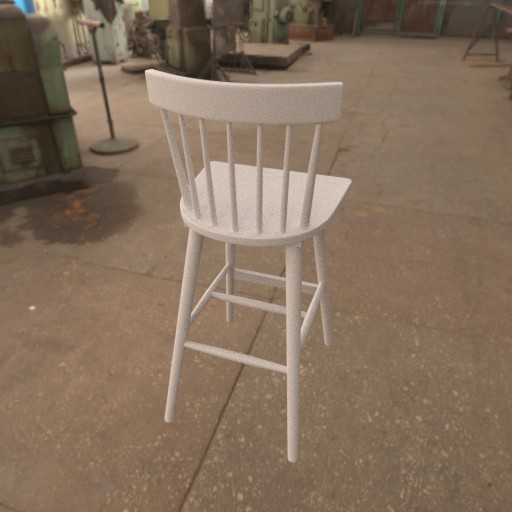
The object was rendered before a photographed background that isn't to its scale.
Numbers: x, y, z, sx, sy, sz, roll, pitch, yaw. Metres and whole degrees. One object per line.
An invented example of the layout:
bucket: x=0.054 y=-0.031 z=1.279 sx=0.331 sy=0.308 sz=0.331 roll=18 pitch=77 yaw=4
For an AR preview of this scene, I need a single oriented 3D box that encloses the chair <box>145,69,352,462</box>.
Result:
chair: x=0.000 y=0.000 z=1.375 sx=0.483 sy=1.092 sz=0.572 roll=11 pitch=34 yaw=16
